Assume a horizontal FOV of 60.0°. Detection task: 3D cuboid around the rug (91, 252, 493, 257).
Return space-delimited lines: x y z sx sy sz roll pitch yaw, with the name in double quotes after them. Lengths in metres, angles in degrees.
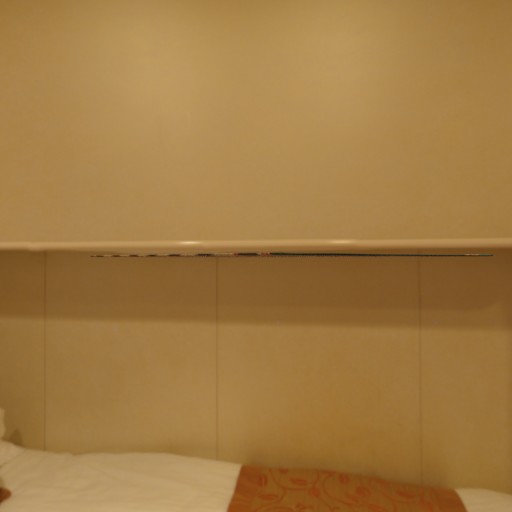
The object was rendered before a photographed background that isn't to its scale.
0.000 0.000 3.009 1.520 0.011 2.447 0 0 -36 "rug"
